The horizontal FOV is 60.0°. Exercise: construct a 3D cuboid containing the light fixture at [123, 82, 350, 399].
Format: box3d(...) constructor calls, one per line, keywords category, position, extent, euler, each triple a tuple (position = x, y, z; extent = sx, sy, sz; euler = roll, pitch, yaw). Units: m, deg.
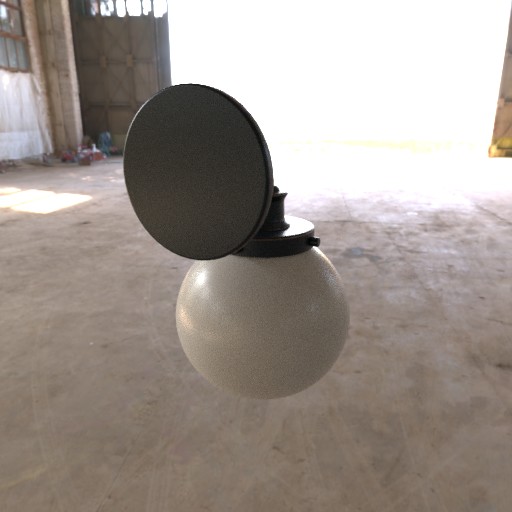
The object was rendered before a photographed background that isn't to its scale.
box3d(category="light fixture", position=(0.000, 0.000, 0.475), extent=(0.197, 0.332, 0.230), euler=(9, 19, 26))
